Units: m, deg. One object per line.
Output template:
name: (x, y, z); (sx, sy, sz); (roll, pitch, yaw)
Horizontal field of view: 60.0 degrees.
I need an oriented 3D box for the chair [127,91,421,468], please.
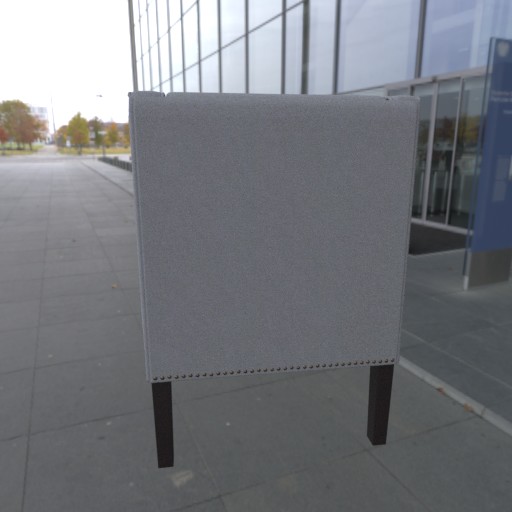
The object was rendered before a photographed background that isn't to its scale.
chair: (0.000, 0.000, 1.356); (0.631, 0.867, 0.747); (-2, 14, -9)
